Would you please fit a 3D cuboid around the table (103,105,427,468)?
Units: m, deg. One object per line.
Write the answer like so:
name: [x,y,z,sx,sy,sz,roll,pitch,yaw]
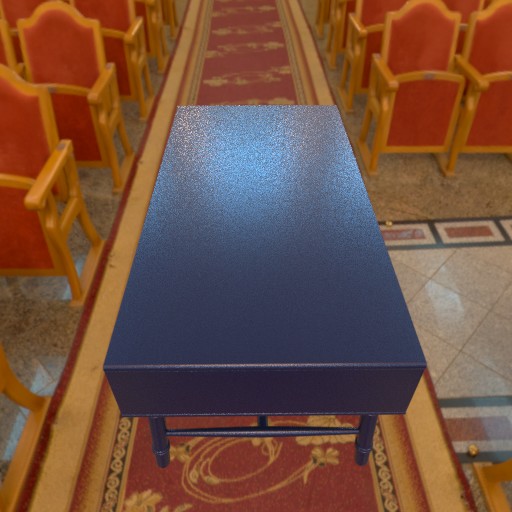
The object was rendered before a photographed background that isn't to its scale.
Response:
table: [0.000,0.000,1.298,0.572,0.457,1.067,0,42,0]
